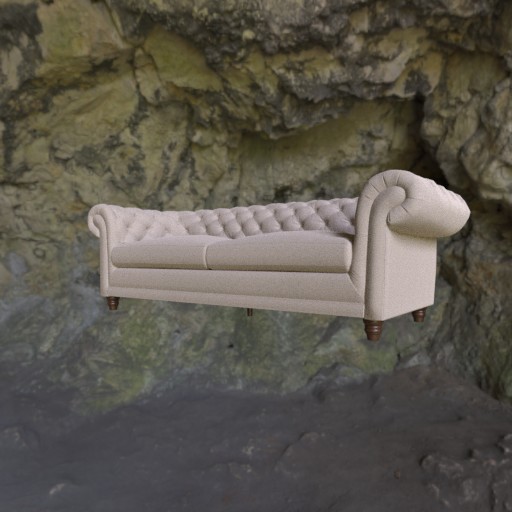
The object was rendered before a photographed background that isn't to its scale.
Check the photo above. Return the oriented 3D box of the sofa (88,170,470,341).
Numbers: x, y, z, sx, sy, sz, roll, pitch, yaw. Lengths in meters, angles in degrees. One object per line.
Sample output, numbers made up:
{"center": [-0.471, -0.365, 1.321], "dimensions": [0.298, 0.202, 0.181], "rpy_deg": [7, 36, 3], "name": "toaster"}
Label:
{"center": [0.000, 0.000, 3.188], "dimensions": [2.694, 0.847, 1.076], "rpy_deg": [0, 0, 36], "name": "sofa"}
